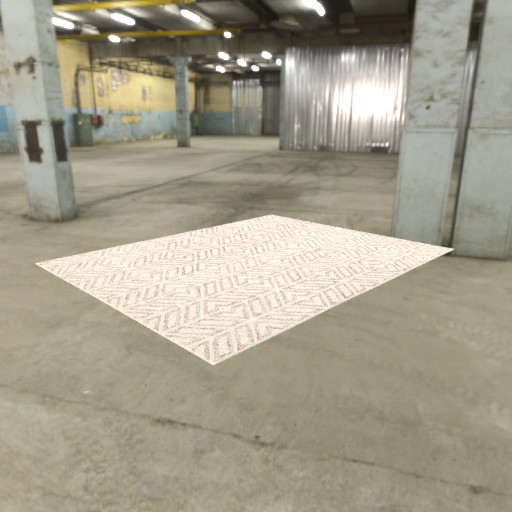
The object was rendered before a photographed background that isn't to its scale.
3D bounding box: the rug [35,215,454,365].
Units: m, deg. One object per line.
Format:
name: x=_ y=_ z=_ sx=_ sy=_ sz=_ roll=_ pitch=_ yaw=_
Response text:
rug: x=0.000 y=0.000 z=4.091 sx=2.421 sy=0.008 sz=3.045 roll=16 pitch=23 yaw=42
